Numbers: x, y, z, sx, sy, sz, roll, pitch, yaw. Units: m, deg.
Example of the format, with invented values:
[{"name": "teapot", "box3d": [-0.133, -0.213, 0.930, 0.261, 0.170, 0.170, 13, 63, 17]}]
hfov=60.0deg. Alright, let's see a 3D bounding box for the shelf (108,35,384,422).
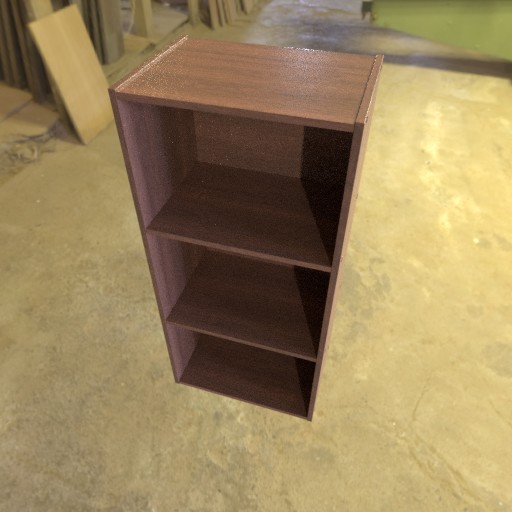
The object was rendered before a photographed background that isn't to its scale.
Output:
[{"name": "shelf", "box3d": [0.000, 0.000, 1.069, 0.414, 0.879, 0.290, 12, 44, 13]}]
